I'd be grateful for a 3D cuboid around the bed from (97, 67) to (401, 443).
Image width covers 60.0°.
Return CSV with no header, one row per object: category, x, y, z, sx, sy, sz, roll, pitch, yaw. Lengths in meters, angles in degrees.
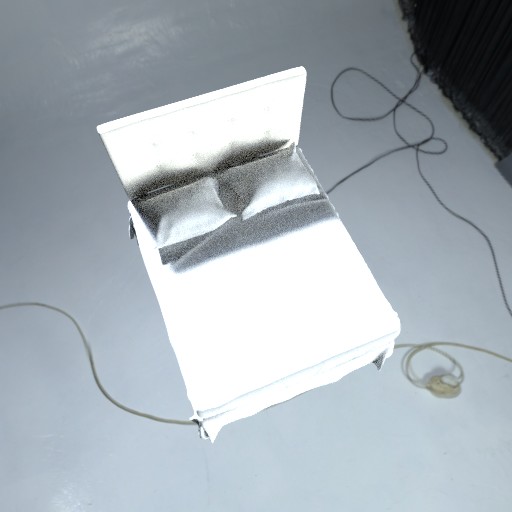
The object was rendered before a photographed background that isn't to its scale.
bed,0.000,0.000,3.563,1.936,1.577,2.222,-20,65,-10
